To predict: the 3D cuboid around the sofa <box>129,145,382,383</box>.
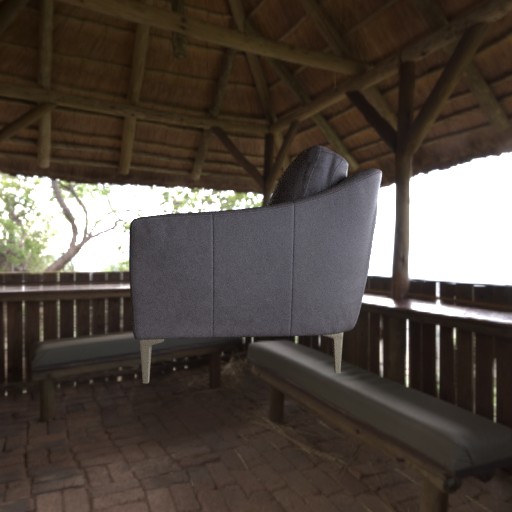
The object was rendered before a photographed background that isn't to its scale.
[{"bbox_3d":[0.000,0.000,2.562,0.960,0.902,2.036,0,0,-1],"label":"sofa"}]
